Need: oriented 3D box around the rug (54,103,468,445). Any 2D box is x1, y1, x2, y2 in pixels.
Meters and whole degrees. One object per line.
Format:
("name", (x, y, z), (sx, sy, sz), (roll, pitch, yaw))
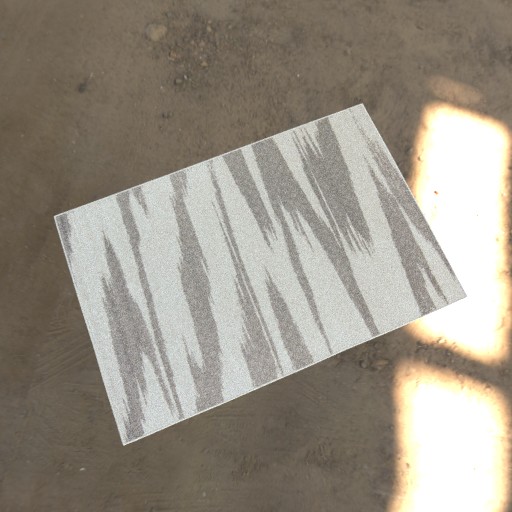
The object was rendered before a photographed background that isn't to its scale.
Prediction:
("rug", (0.000, 0.000, 2.297), (1.827, 0.008, 1.225), (-22, 75, -6))
